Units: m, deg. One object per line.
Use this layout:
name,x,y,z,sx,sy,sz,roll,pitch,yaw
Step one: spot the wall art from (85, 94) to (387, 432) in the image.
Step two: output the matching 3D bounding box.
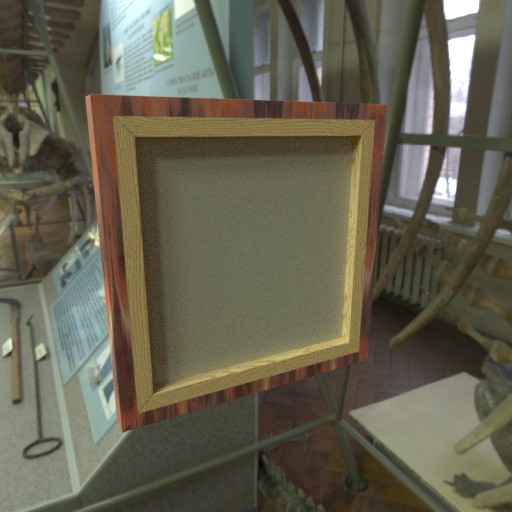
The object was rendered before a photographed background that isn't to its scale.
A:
wall art,0.000,0.000,0.615,0.403,0.406,0.038,-8,18,-26
